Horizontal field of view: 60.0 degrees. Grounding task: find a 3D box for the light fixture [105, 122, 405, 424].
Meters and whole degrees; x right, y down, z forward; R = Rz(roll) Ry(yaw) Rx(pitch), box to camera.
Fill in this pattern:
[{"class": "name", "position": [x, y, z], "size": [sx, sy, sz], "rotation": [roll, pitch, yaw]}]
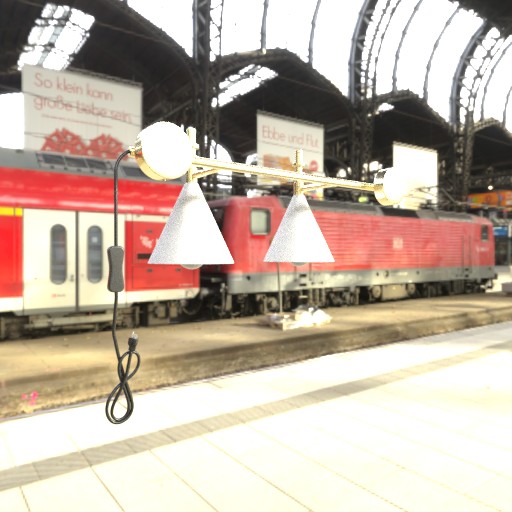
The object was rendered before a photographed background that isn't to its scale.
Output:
[{"class": "light fixture", "position": [0.000, 0.000, 0.863], "size": [0.642, 0.468, 0.239], "rotation": [0, 0, -38]}]
